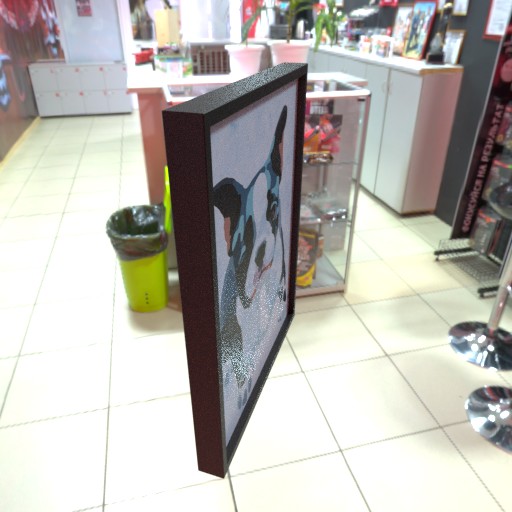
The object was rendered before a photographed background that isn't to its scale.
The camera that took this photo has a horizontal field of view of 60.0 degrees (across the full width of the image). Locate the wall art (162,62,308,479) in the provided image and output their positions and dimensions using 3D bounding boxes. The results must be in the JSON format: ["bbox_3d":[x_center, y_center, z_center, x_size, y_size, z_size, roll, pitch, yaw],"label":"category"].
[{"bbox_3d":[0.000,0.000,0.495,0.030,0.369,0.294,9,31,16],"label":"wall art"}]
